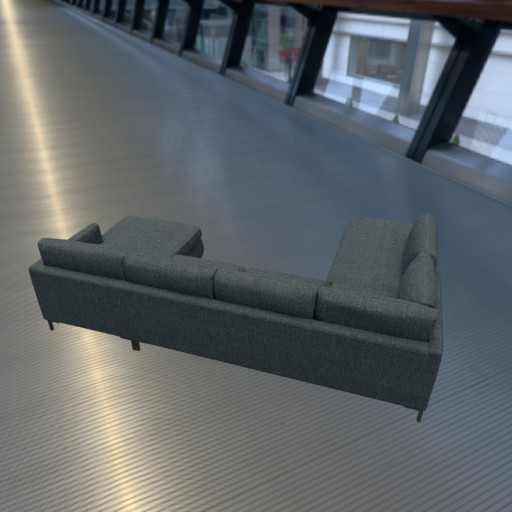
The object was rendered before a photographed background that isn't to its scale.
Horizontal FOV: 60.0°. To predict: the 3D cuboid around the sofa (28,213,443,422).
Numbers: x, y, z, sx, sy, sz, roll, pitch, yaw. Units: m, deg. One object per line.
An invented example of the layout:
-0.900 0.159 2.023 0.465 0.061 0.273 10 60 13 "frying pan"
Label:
0.000 0.000 3.521 2.737 0.753 1.879 10 32 16 "sofa"
